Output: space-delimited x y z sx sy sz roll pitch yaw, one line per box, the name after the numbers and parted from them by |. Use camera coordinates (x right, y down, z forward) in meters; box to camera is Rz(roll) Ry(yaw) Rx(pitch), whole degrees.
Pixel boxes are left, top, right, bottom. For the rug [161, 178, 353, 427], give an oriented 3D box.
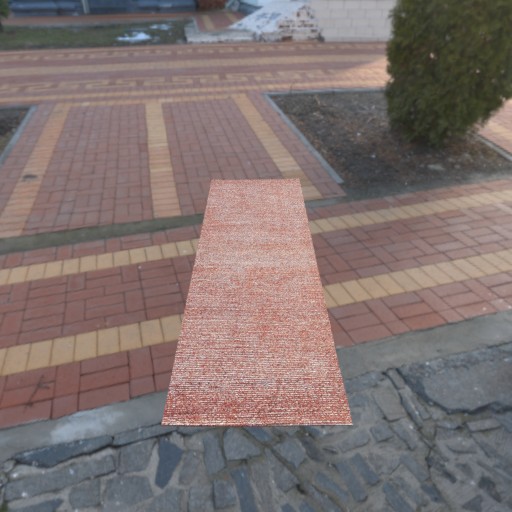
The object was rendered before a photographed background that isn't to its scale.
0.000 0.000 2.637 0.718 0.013 2.353 0 33 0 | rug
